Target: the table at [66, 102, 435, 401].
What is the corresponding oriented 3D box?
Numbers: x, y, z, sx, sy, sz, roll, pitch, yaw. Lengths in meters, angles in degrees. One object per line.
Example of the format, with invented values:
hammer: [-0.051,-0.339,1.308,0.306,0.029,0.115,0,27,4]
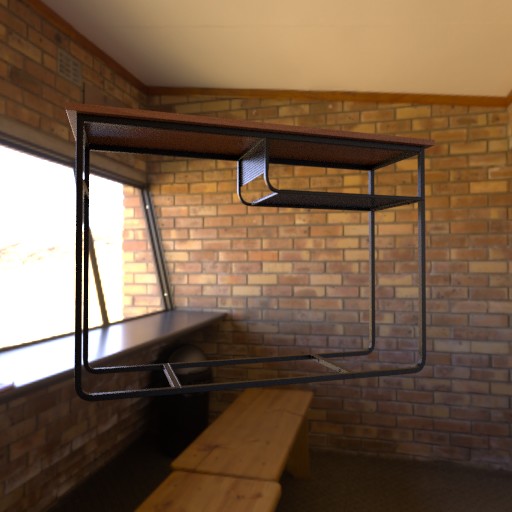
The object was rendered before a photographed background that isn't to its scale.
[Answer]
table: [0.000,0.000,1.425,1.100,0.750,0.350,0,-1,-18]
